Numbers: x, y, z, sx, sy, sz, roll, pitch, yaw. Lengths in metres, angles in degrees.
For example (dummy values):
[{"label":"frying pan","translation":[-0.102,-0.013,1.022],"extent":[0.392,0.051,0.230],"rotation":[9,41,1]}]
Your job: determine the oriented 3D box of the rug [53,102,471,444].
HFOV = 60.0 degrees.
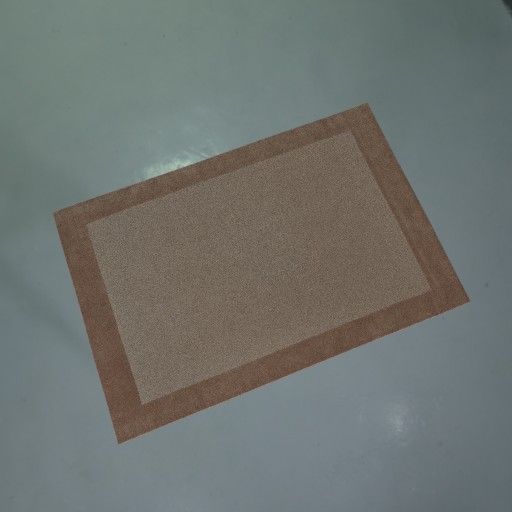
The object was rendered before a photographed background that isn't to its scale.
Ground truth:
[{"label":"rug","translation":[0.000,0.000,2.273],"extent":[1.829,0.014,1.219],"rotation":[-21,76,-5]}]
